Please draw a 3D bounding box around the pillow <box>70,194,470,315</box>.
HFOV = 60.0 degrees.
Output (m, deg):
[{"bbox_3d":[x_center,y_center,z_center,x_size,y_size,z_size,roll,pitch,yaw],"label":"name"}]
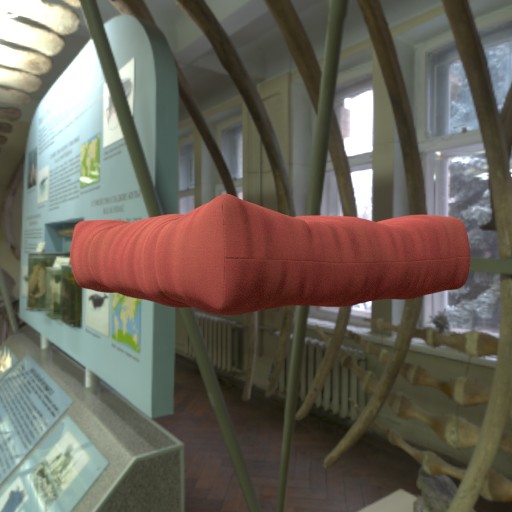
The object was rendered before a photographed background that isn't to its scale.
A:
[{"bbox_3d":[0.000,0.000,0.718,0.468,0.128,0.490,-1,1,-37],"label":"pillow"}]
